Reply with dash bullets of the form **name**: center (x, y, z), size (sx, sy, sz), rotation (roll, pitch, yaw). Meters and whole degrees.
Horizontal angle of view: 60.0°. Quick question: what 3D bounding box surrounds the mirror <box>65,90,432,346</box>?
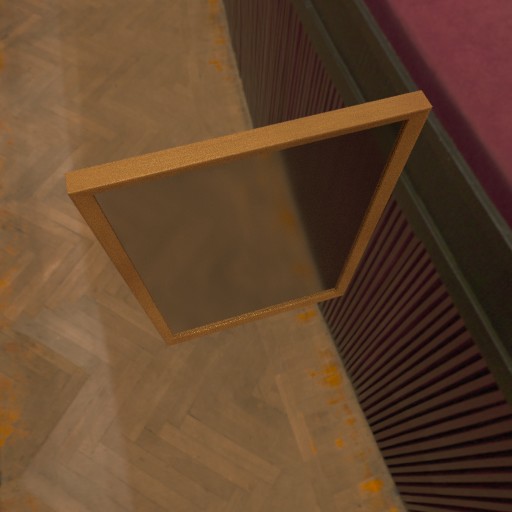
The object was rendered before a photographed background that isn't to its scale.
- **mirror**: center (0.000, 0.000, 0.915), size (0.507, 0.710, 0.039), rotation (-15, 64, -8)
